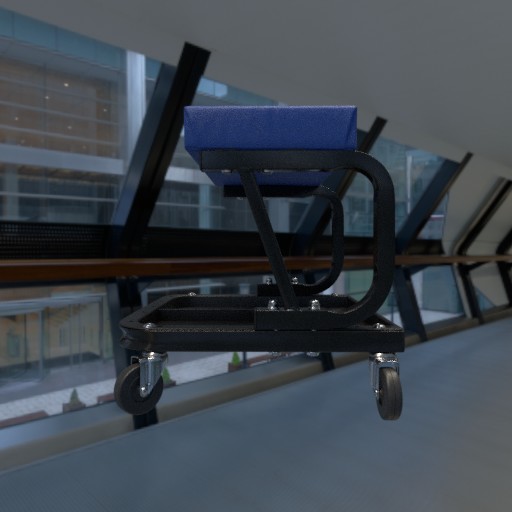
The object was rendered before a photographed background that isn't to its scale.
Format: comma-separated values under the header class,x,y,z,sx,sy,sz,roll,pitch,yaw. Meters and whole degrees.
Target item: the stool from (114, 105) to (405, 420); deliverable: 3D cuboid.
class,x,y,z,sx,sy,sz,roll,pitch,yaw
stool,0.000,0.000,0.723,0.371,0.380,0.446,0,2,1
